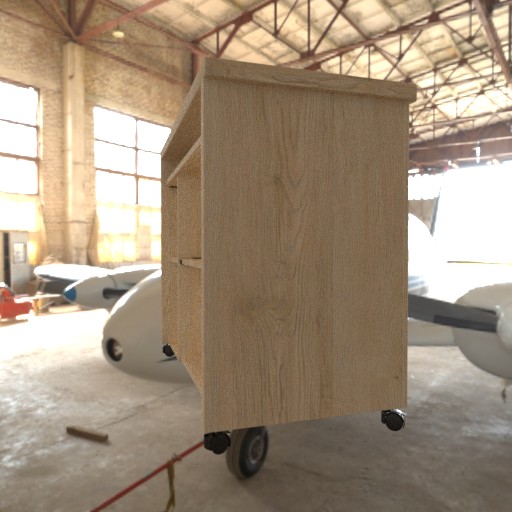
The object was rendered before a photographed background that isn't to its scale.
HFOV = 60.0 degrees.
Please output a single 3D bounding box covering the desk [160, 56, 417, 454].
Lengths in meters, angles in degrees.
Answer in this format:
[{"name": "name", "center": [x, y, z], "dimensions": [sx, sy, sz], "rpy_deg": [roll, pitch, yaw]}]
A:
[{"name": "desk", "center": [0.000, 0.000, 1.333], "dimensions": [0.480, 0.770, 0.885], "rpy_deg": [0, 1, -18]}]
